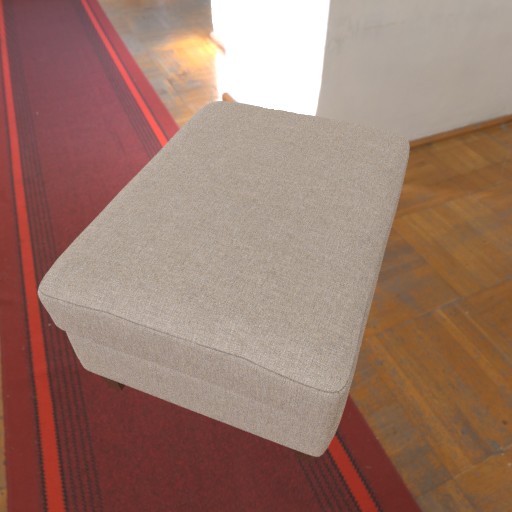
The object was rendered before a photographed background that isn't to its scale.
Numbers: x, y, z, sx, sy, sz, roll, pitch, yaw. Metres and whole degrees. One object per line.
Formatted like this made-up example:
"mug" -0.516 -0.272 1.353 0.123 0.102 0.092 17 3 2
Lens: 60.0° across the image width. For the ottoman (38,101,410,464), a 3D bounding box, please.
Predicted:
"ottoman" 0.000 0.000 1.257 0.677 0.519 0.898 15 48 14
